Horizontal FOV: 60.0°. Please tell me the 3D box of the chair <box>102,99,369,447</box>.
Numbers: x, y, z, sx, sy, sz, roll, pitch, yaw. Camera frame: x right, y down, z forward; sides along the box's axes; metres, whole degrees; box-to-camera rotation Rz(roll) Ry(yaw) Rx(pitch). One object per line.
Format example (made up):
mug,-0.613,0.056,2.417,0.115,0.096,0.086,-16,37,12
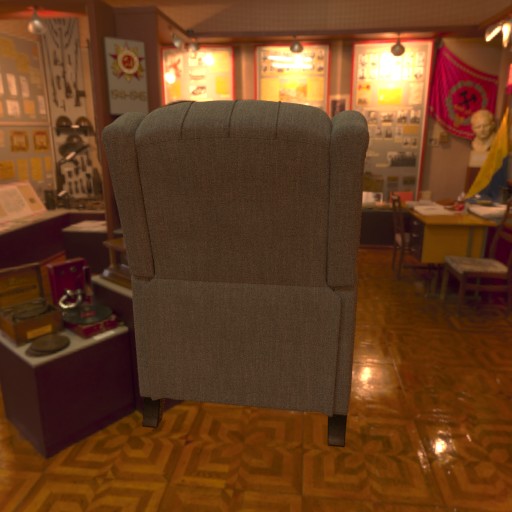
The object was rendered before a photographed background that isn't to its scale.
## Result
chair,0.000,0.000,1.616,0.742,1.035,0.898,2,16,8
